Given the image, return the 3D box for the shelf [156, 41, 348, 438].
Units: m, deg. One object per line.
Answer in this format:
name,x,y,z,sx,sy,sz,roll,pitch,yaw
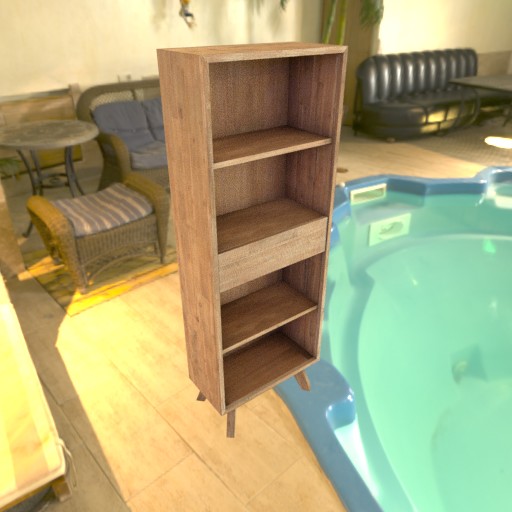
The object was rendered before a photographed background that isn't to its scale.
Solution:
shelf,0.000,0.000,1.571,0.491,1.342,0.267,-20,35,-32
